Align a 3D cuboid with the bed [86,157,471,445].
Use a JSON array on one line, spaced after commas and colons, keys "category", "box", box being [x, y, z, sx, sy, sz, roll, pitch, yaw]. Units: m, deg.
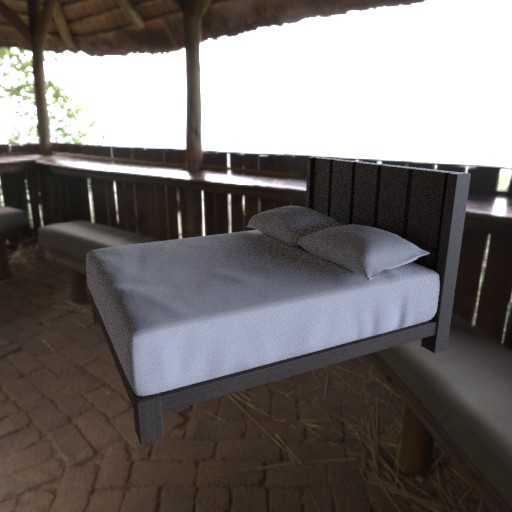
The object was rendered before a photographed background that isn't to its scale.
[{"category": "bed", "box": [0.000, 0.000, 3.298, 2.242, 1.270, 1.727, -8, 18, -26]}]
